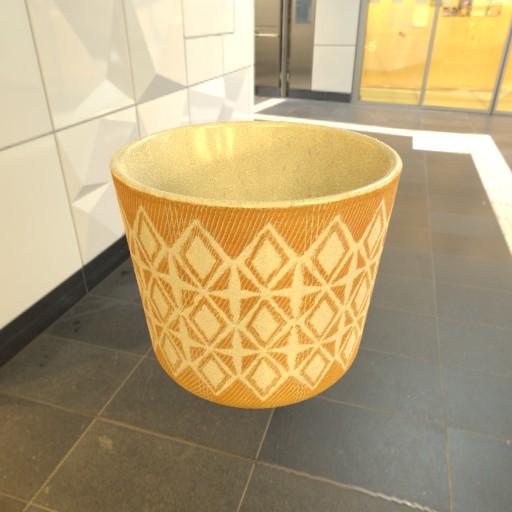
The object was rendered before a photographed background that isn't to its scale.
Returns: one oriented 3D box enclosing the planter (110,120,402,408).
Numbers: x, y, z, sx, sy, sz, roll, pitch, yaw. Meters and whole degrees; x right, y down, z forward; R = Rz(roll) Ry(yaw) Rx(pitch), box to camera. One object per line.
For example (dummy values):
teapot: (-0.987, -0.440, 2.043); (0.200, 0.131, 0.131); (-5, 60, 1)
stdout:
planter: (0.000, 0.000, 0.343); (0.193, 0.165, 0.193); (0, 29, 0)
